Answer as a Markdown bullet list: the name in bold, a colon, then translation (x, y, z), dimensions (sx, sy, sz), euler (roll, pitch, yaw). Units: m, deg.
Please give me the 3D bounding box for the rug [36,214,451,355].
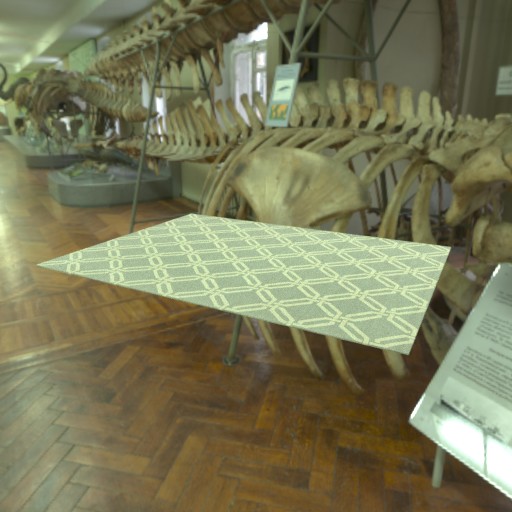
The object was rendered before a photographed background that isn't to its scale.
- **rug**: translation (0.000, 0.000, 4.394), dimensions (3.353, 0.013, 2.438), euler (10, 20, 27)
